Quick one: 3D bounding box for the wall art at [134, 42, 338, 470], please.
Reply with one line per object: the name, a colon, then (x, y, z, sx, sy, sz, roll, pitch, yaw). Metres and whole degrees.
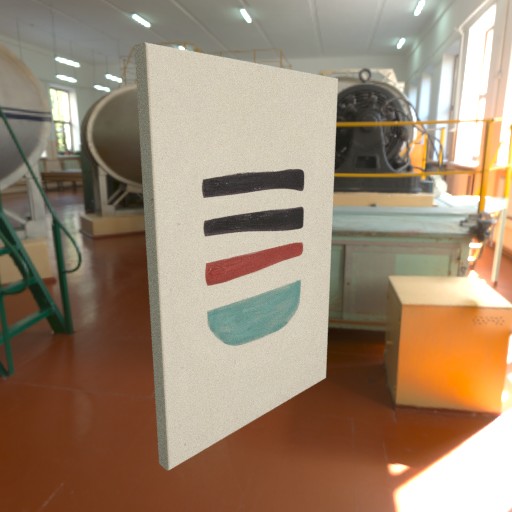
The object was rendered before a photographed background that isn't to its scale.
wall art: (0.000, 0.000, 1.135, 0.607, 0.912, 0.038, -13, 19, -43)
